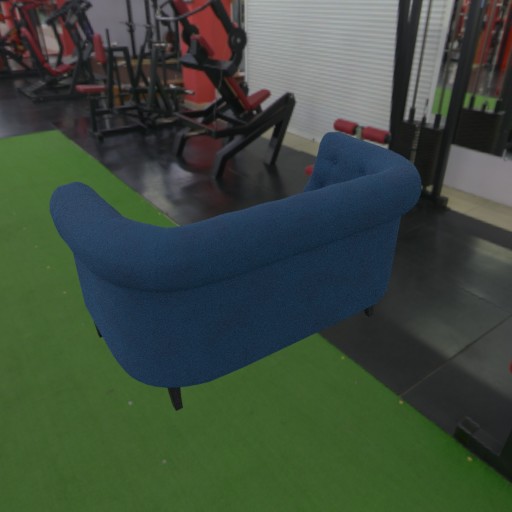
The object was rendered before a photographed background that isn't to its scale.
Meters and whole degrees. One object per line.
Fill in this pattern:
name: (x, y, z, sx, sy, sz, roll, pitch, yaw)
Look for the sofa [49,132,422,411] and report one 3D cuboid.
sofa: (0.000, 0.000, 2.038, 1.558, 0.827, 0.835, -19, 35, -29)
